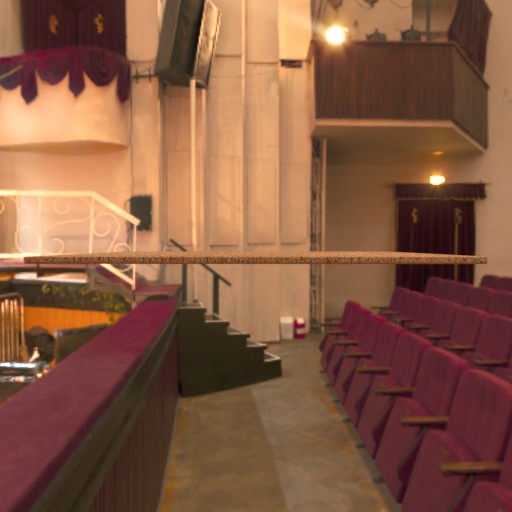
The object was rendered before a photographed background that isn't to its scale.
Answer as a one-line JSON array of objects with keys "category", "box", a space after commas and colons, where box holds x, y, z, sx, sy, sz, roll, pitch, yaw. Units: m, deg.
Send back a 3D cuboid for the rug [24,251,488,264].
[{"category": "rug", "box": [0.000, 0.000, 2.099, 1.600, 0.025, 1.199, 0, 1, 0]}]
